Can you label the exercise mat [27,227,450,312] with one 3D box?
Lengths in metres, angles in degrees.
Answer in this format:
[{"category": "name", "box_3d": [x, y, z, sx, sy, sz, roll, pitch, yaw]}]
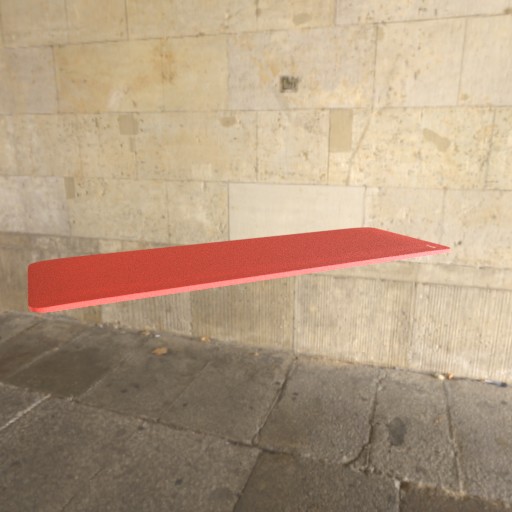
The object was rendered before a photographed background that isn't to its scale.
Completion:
[{"category": "exercise mat", "box_3d": [0.000, 0.000, 2.023, 1.869, 0.021, 0.616, -7, 16, -25]}]
